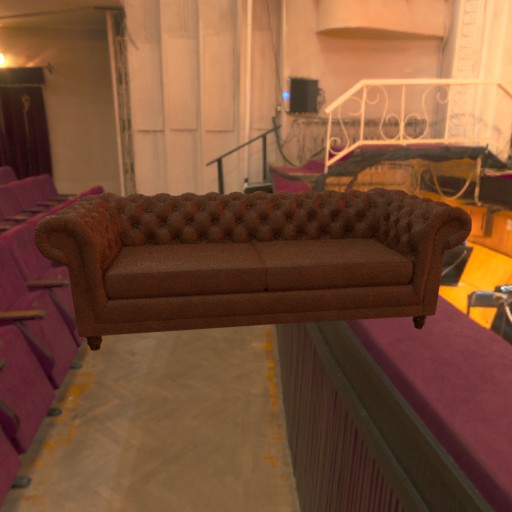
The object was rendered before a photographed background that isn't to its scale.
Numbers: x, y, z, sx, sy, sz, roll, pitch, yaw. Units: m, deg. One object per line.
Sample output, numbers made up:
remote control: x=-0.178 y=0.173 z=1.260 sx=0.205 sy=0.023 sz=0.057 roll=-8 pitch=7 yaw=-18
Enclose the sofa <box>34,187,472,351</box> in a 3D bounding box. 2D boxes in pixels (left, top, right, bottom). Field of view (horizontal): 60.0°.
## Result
sofa: x=0.000 y=0.000 z=2.866 sx=2.385 sy=0.783 sz=0.944 roll=-2 pitch=15 yaw=-8
